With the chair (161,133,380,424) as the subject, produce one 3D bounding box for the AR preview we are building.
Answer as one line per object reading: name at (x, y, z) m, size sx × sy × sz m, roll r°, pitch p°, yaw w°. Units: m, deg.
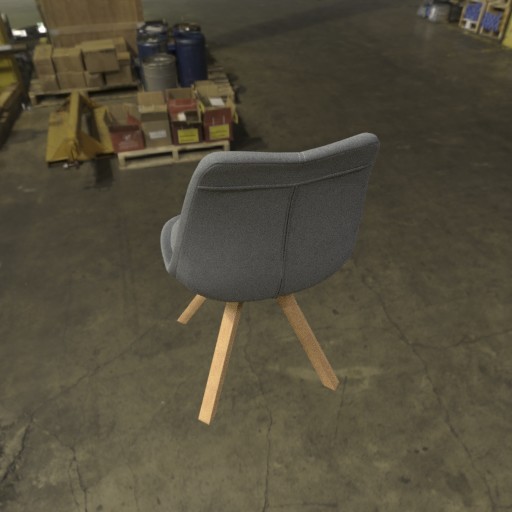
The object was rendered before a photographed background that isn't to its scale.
chair at (0.000, 0.000, 1.168) m, size 0.474 × 0.863 × 0.549 m, roll -10°, pitch 41°, yaw -12°
